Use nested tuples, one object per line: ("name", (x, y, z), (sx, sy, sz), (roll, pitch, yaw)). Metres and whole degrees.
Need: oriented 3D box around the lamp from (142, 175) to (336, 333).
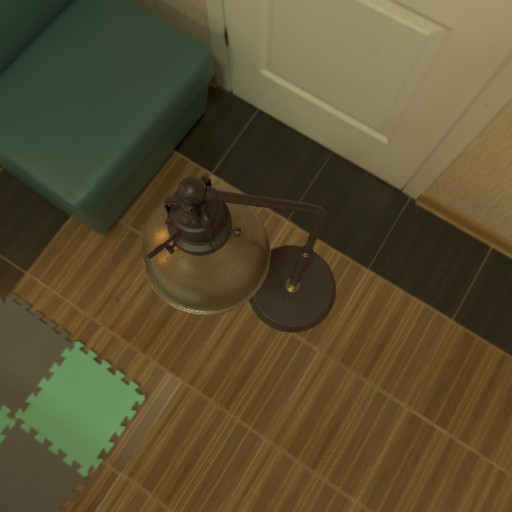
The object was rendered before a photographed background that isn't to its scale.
("lamp", (0.000, 0.000, 0.599), (0.298, 0.469, 0.175), (4, 75, 1))
